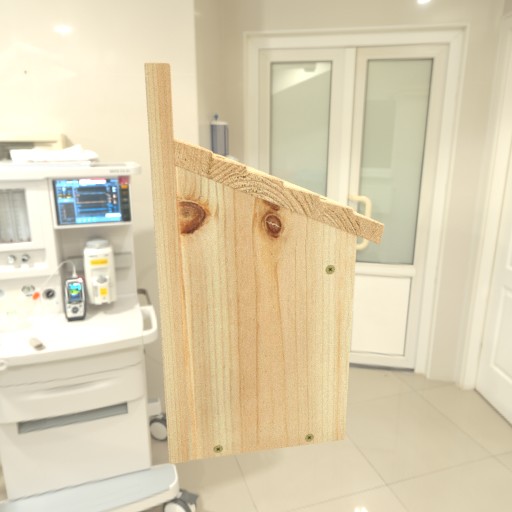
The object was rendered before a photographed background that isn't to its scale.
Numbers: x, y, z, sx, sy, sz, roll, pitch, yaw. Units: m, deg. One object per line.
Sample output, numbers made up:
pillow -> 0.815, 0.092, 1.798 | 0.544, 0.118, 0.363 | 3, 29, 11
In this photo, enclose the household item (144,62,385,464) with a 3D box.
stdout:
household item -> 0.000, 0.000, 0.402 | 0.171, 0.300, 0.149 | -3, 16, -10
